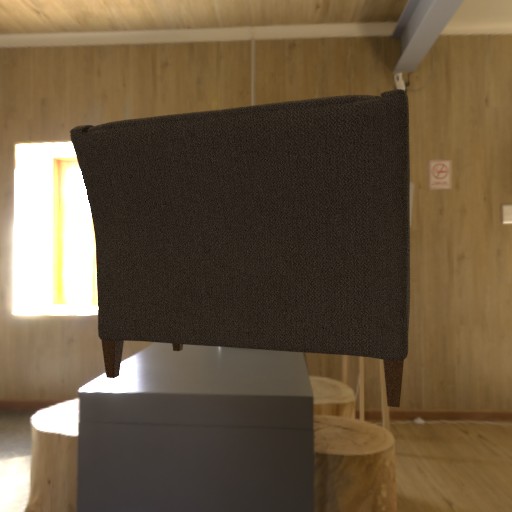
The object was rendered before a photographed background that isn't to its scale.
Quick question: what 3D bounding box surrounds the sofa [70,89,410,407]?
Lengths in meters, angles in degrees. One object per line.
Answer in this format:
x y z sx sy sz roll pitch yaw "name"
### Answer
0.000 0.000 1.895 1.242 1.022 0.873 0 0 18 "sofa"
